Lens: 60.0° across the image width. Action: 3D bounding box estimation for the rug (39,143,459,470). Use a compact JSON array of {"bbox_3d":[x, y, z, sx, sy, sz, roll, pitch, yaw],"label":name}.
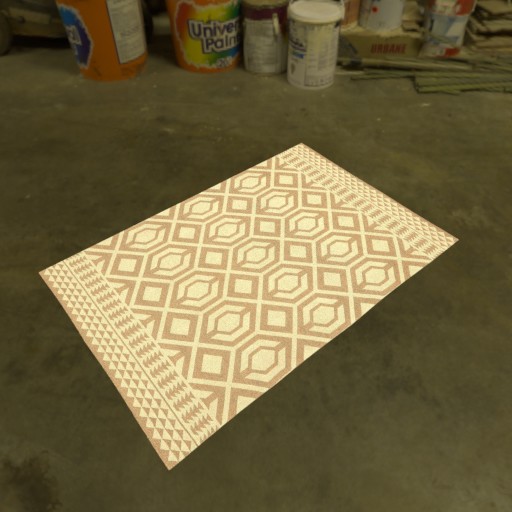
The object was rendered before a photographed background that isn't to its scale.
[{"bbox_3d":[0.000,0.000,2.308,1.829,0.008,1.219,-31,54,-26],"label":"rug"}]
